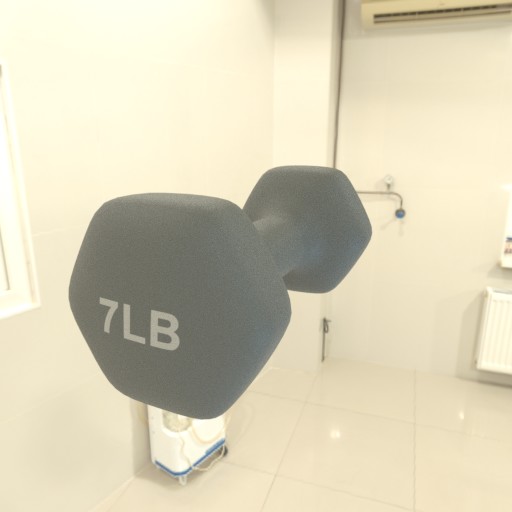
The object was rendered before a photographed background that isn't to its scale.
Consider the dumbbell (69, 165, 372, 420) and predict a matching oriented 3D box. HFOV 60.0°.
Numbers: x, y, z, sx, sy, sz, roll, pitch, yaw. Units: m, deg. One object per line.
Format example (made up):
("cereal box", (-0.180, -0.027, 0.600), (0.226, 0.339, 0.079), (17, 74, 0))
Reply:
("dumbbell", (0.000, 0.000, 0.228), (0.090, 0.081, 0.184), (8, 18, 25))
